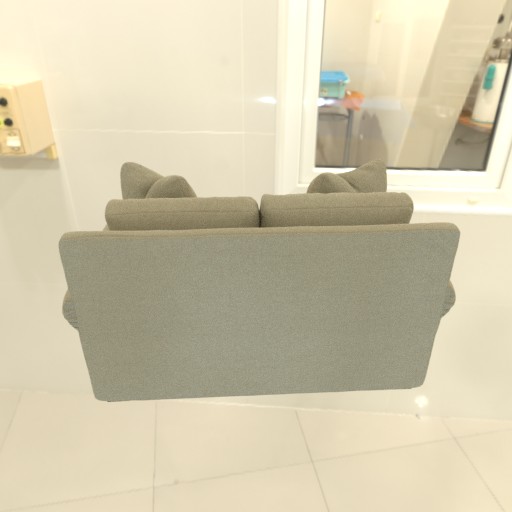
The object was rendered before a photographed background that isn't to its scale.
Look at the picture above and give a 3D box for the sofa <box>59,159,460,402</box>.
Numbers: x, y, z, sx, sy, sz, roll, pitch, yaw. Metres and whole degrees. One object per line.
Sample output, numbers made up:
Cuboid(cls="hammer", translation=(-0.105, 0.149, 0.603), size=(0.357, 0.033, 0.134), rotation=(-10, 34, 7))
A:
Cuboid(cls="sofa", translation=(0.000, 0.000, 2.177), size=(1.550, 0.905, 1.070), rotation=(-2, 29, -3))
